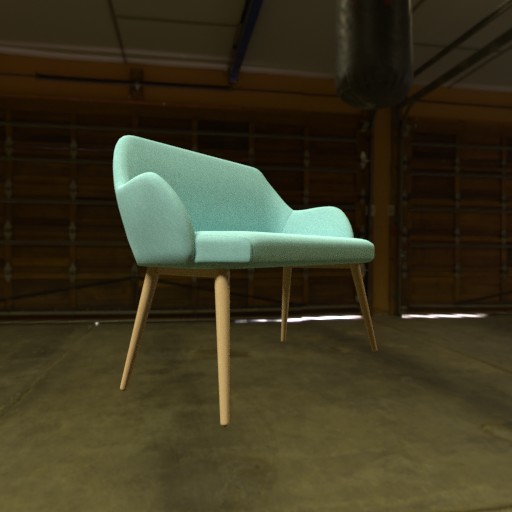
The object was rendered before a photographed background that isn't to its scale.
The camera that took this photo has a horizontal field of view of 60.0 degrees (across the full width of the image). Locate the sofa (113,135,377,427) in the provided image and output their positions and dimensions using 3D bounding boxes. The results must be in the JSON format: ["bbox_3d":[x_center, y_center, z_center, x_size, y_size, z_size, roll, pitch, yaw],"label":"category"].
[{"bbox_3d":[0.000,0.000,1.671,0.610,0.840,1.150,0,1,36],"label":"sofa"}]
